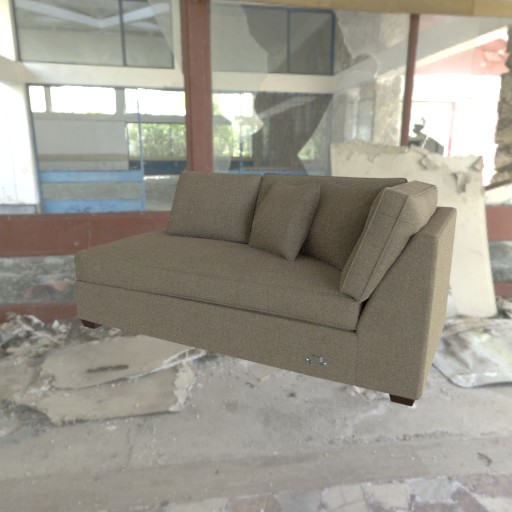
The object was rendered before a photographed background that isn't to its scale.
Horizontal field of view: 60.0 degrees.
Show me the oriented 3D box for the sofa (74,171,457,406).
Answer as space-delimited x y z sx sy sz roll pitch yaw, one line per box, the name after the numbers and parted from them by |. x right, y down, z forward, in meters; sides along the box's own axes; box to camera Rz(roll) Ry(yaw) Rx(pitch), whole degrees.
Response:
0.000 0.000 2.840 2.238 1.019 1.110 7 15 27 | sofa
